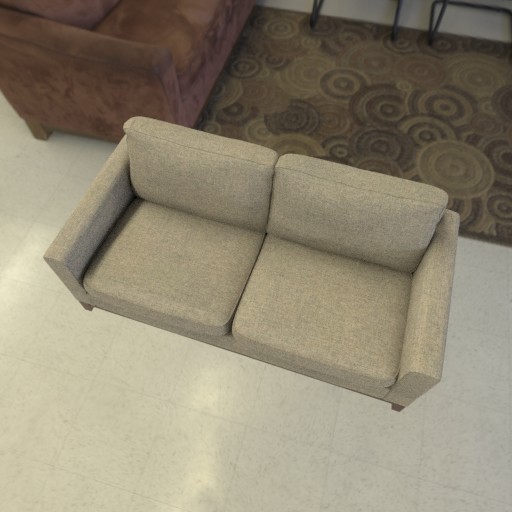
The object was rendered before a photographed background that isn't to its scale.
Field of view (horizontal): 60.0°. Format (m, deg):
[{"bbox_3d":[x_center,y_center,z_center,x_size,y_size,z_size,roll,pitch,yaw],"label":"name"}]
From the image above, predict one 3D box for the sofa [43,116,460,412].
[{"bbox_3d":[0.000,0.000,2.405,1.978,0.892,0.969,16,60,9],"label":"sofa"}]
